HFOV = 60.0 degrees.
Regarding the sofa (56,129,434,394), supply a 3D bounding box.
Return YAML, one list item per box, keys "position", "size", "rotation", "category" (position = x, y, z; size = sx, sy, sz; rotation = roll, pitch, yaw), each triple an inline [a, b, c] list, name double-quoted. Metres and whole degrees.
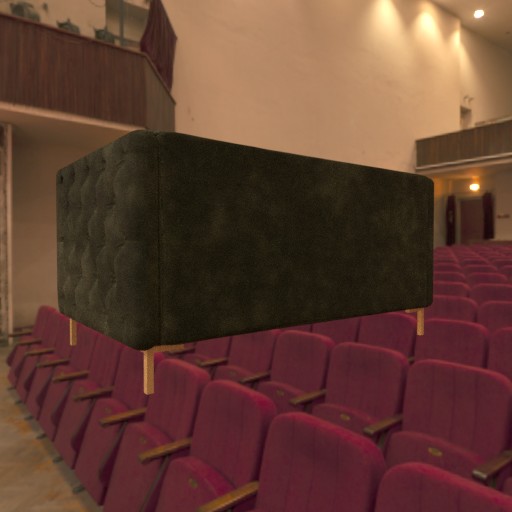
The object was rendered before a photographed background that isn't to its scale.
- position: [0.000, 0.000, 2.025]
  size: [1.537, 0.768, 0.895]
  rotation: [-1, 2, -37]
  category: "sofa"
